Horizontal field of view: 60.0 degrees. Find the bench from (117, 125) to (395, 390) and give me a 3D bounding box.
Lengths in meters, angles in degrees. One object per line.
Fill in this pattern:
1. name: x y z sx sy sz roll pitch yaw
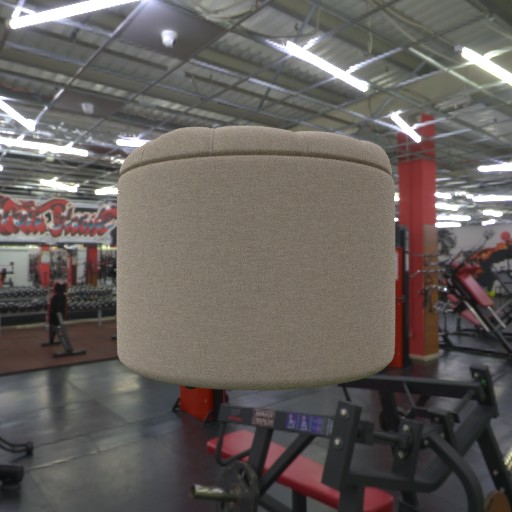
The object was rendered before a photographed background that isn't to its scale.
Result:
1. bench: 0.000 0.000 1.001 0.600 0.454 0.600 0 -1 0
